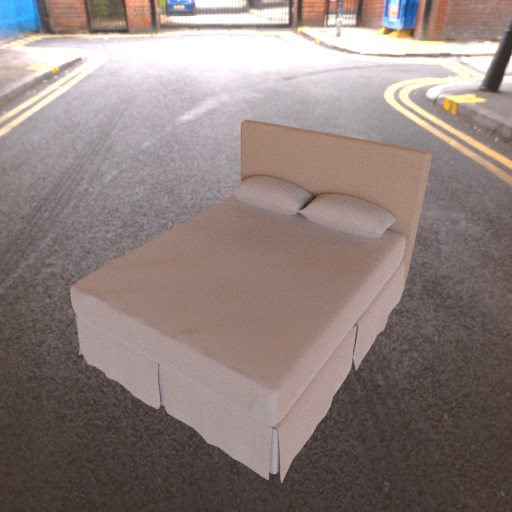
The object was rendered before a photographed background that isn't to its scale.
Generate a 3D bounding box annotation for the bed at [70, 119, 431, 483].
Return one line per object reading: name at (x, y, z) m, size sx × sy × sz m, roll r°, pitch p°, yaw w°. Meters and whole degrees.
bed at (0.000, 0.000, 3.228) m, size 1.748 × 1.330 × 2.142 m, roll 19°, pitch 36°, yaw 29°
